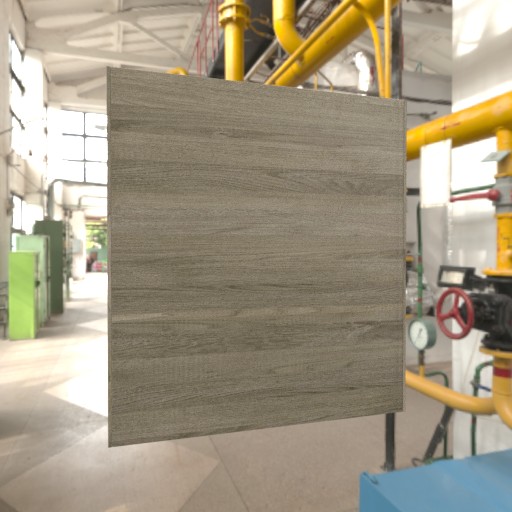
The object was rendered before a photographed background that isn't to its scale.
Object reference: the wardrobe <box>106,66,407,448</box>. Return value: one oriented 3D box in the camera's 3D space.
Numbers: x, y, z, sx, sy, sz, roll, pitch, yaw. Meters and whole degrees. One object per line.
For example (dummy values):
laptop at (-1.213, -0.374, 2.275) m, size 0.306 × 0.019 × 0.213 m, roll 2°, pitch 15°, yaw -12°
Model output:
wardrobe at (0.000, 0.000, 2.825) m, size 1.780 × 1.960 × 0.629 m, roll 0°, pitch 1°, yaw -17°
